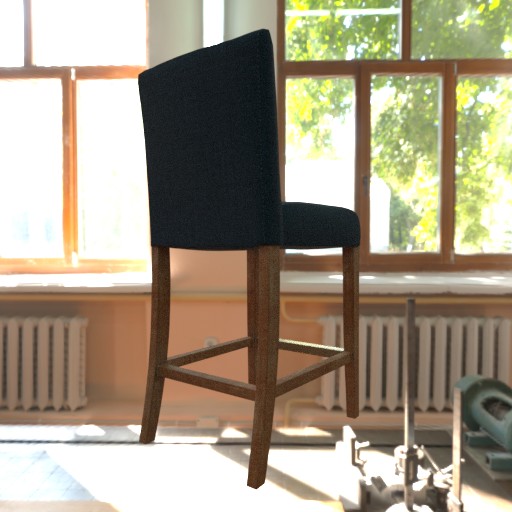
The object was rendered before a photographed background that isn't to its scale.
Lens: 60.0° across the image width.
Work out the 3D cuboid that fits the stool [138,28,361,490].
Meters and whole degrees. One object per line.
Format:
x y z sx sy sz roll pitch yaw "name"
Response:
0.000 0.000 1.328 0.454 1.039 0.567 1 2 36 "stool"
